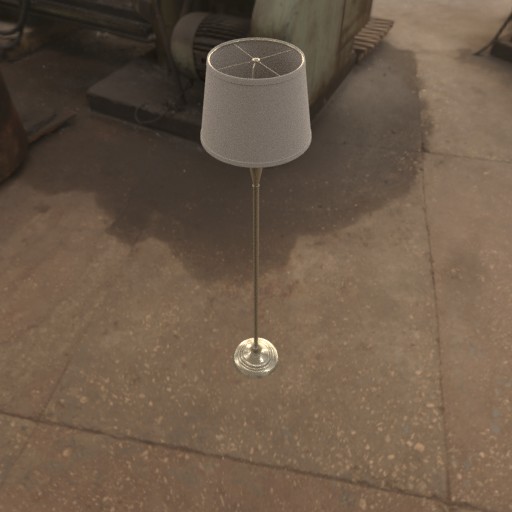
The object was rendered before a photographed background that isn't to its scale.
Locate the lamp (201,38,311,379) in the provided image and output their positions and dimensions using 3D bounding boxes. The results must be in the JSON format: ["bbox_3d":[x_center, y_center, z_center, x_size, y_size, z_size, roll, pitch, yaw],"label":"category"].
[{"bbox_3d":[0.000,0.000,1.695,0.327,1.506,0.327,10,48,9],"label":"lamp"}]
